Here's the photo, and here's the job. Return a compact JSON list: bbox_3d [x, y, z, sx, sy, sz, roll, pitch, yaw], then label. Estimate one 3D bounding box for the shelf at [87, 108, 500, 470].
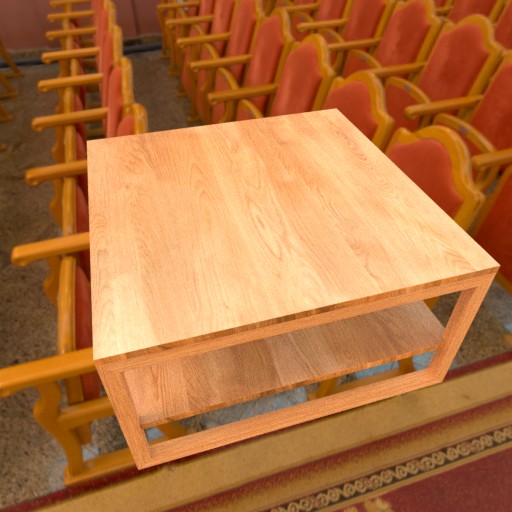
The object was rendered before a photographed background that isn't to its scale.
[{"bbox_3d":[0.000,0.000,1.397,0.899,0.480,0.899,-11,43,-12],"label":"shelf"}]
